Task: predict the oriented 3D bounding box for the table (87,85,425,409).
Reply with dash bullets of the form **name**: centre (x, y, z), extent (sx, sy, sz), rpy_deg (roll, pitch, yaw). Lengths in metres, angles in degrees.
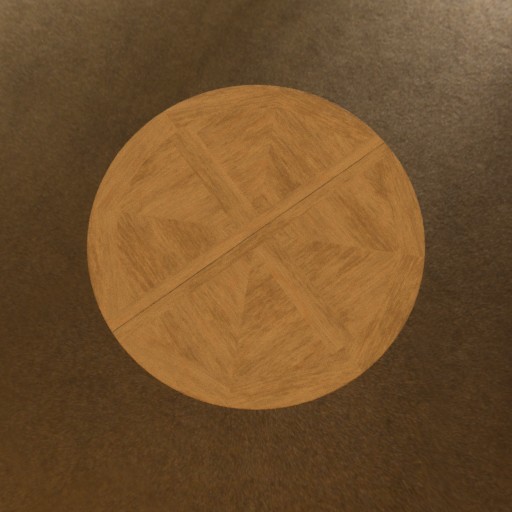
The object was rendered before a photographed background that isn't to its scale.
- **table**: centre (0.000, 0.000, 2.106), extent (1.319, 0.762, 1.319), rpy_deg (0, 76, 0)
